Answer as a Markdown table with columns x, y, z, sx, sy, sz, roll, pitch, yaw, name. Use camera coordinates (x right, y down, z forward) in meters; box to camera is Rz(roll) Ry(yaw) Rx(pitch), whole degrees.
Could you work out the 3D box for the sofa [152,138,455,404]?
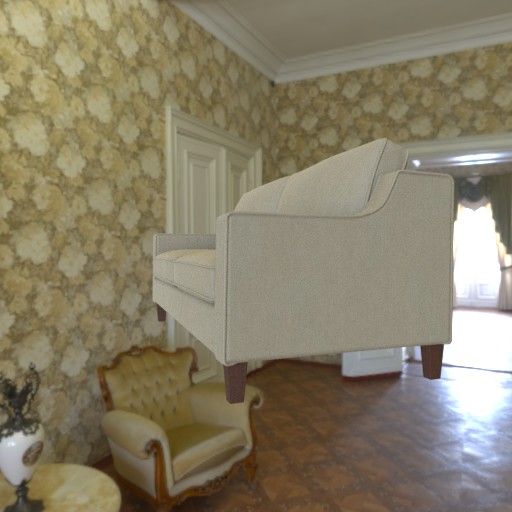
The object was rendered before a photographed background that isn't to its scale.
| x | y | z | sx | sy | sz | roll | pitch | yaw | name |
| --- | --- | --- | --- | --- | --- | --- | --- | --- | --- |
| 0.000 | 0.000 | 2.775 | 1.066 | 1.071 | 2.178 | 0 | 1 | -20 | sofa |
